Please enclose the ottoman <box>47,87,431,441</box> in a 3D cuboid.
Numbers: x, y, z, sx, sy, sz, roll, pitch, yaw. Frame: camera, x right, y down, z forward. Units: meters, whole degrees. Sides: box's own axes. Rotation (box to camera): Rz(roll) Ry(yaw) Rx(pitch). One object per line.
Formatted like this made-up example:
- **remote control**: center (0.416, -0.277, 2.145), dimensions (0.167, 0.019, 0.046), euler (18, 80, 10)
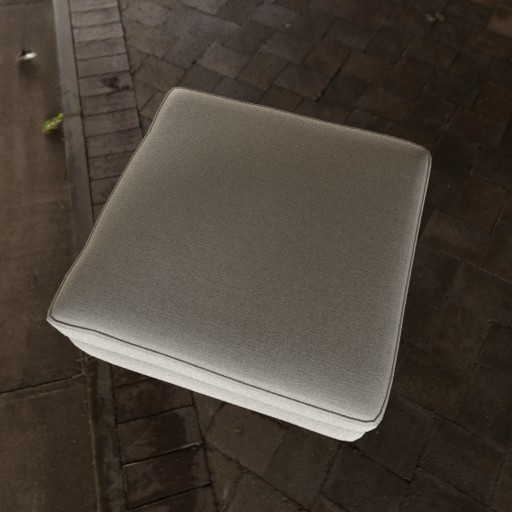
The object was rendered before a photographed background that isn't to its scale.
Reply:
- **ottoman**: center (0.000, 0.000, 1.337), dimensions (0.838, 0.478, 0.838), euler (16, 65, 8)
